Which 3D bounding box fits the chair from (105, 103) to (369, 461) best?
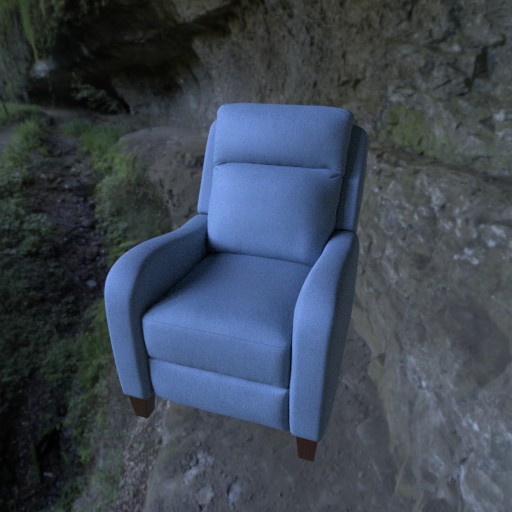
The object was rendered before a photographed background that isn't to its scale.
[{"bbox_3d":[0.000,0.000,1.773,0.785,1.067,0.988,8,27,16],"label":"chair"}]
